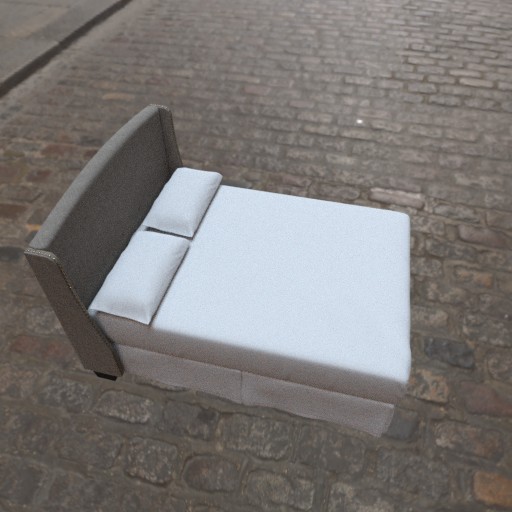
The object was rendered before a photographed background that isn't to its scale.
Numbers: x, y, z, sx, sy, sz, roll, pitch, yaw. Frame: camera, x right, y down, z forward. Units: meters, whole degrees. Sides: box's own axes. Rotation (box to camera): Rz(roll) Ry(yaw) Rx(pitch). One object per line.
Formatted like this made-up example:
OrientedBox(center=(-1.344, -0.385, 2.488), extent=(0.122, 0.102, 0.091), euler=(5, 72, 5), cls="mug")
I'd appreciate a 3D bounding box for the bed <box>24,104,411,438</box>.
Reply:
OrientedBox(center=(0.000, 0.000, 3.226), extent=(2.237, 1.407, 1.710), euler=(10, 47, 10), cls="bed")
